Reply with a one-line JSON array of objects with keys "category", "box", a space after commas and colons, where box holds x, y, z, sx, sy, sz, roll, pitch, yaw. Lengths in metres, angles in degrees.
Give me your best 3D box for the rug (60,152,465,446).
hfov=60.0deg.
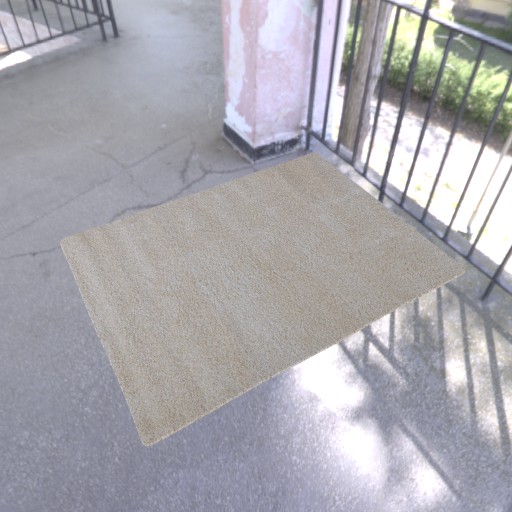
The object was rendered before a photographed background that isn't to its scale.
[{"category": "rug", "box": [0.000, 0.000, 2.162, 1.600, 0.025, 1.199, -23, 49, -21]}]
